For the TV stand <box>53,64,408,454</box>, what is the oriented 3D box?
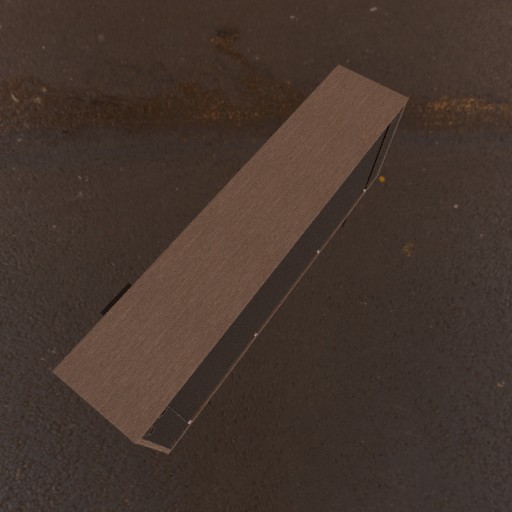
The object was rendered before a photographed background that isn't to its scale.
[{"bbox_3d":[0.000,0.000,2.094,0.405,0.787,1.804,33,68,16],"label":"TV stand"}]
